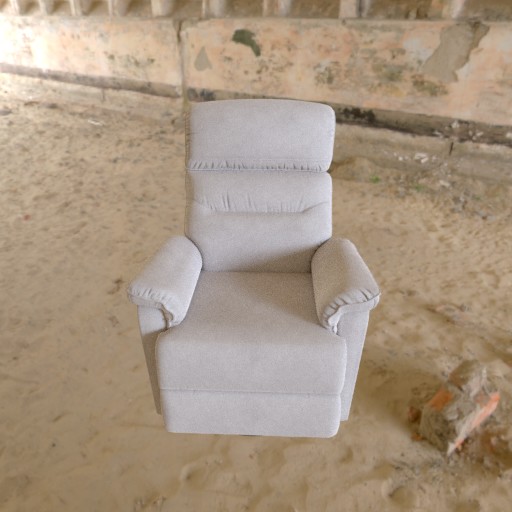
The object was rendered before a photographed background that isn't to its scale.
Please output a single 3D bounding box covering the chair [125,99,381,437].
[{"bbox_3d":[0.000,0.000,1.750,0.820,1.039,1.001,1,30,2],"label":"chair"}]
